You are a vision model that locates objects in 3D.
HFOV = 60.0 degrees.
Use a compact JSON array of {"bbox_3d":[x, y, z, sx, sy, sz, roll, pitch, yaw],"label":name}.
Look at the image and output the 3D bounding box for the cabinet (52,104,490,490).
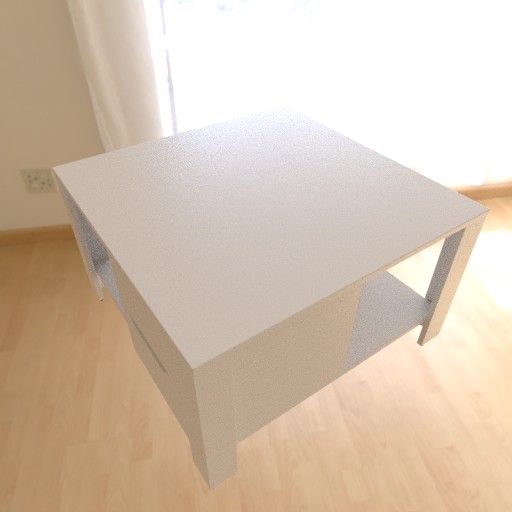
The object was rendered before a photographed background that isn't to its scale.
[{"bbox_3d":[0.000,0.000,1.277,0.800,0.460,0.800,-24,45,-26],"label":"cabinet"}]
